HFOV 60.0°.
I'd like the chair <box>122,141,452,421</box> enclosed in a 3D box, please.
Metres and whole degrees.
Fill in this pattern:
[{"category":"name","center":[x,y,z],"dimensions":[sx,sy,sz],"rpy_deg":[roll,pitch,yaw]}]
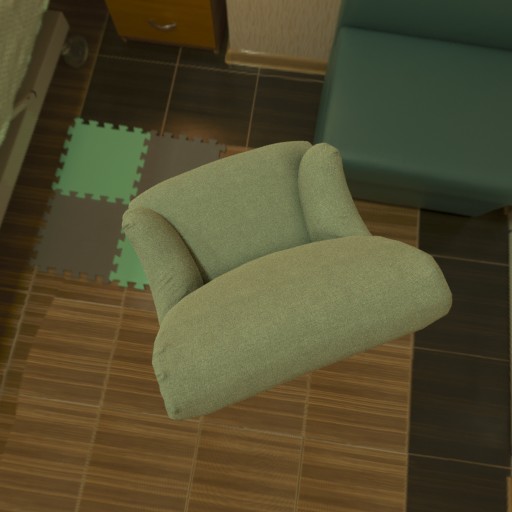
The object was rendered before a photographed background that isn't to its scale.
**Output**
[{"category":"chair","center":[0.000,0.000,1.929],"dimensions":[0.964,1.178,1.060],"rpy_deg":[-20,75,-6]}]
